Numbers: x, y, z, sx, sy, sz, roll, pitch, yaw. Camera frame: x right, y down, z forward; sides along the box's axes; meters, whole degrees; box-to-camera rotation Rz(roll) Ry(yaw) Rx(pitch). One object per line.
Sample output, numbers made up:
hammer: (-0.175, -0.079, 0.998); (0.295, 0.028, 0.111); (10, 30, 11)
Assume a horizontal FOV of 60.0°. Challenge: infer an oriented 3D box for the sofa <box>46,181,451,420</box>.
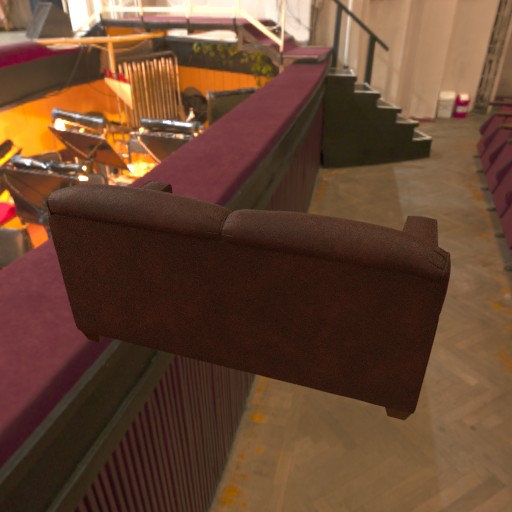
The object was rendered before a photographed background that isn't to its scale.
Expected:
sofa: (0.000, 0.000, 2.449); (1.856, 0.966, 1.000); (10, 32, 16)
